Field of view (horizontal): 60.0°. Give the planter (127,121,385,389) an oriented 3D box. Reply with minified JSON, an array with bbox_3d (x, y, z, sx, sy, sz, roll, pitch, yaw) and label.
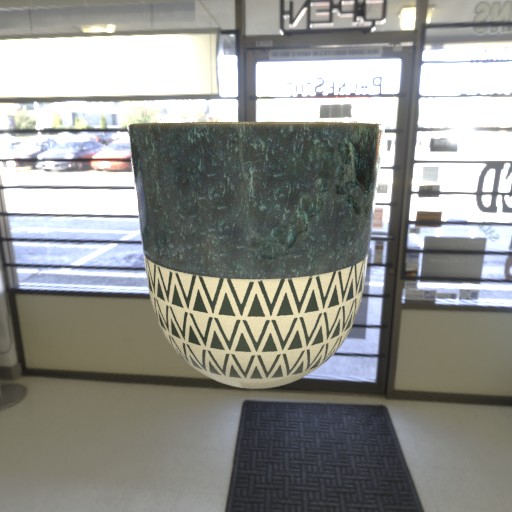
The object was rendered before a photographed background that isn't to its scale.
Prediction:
[{"bbox_3d":[0.000,0.000,0.376,0.195,0.214,0.195,0,16,0],"label":"planter"}]
